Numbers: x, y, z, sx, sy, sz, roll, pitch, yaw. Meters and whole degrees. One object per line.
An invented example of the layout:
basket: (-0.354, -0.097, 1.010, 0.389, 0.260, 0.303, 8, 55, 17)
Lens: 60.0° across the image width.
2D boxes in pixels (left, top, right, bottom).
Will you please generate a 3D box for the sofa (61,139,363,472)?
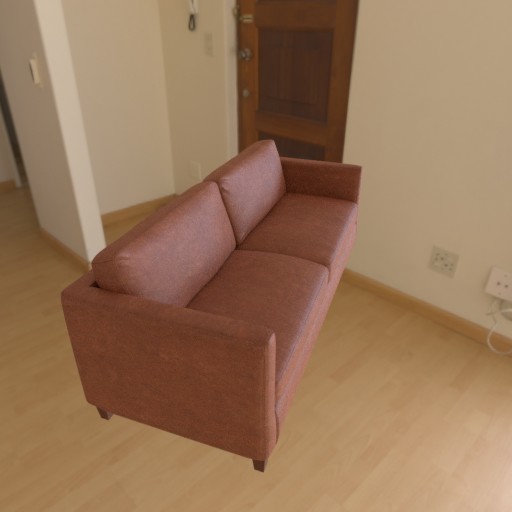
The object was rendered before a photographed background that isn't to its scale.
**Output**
sofa: (0.000, 0.000, 2.703, 0.950, 0.932, 2.204, 10, 30, 18)
